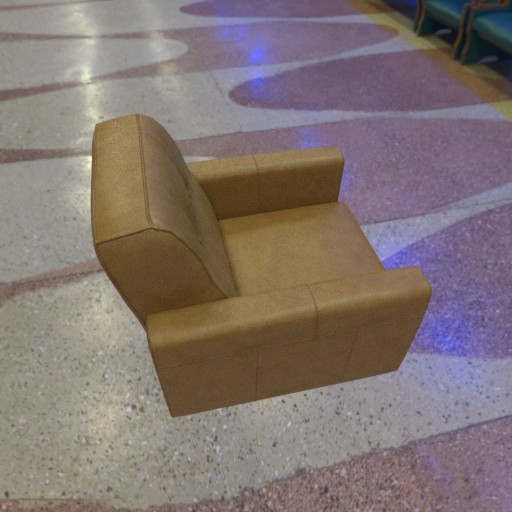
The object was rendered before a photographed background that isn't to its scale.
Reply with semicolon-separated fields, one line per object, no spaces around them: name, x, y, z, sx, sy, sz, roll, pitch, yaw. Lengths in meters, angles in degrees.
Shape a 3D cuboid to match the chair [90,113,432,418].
chair;0.000;0.000;1.627;0.942;0.968;0.845;-10;47;-9
